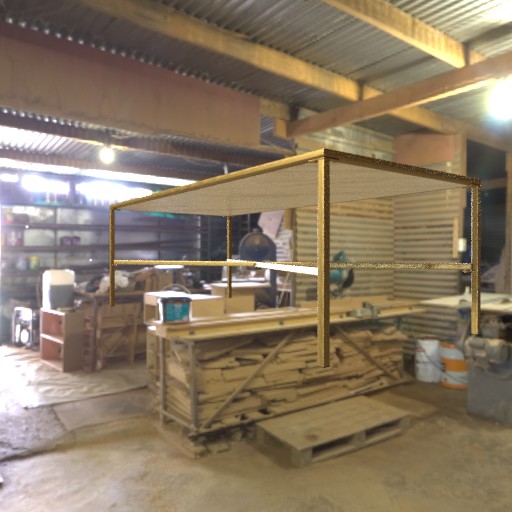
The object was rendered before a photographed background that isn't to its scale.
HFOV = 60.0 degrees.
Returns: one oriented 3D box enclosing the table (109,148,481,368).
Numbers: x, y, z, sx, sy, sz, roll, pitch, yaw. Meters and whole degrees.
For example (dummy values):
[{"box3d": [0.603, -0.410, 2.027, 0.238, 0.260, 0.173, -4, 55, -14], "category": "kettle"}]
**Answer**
[{"box3d": [0.000, 0.000, 1.466, 0.577, 0.405, 1.197, 0, 0, -37], "category": "table"}]
